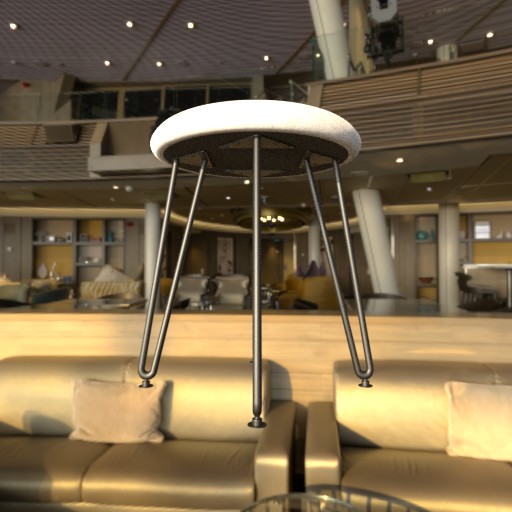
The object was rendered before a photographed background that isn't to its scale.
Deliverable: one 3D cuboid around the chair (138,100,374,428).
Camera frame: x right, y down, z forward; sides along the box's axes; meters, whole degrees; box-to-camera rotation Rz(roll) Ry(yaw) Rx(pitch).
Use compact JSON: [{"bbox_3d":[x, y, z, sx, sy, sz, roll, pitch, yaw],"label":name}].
[{"bbox_3d":[0.000,0.000,0.663,0.350,0.386,0.350,0,-1,0],"label":"chair"}]
